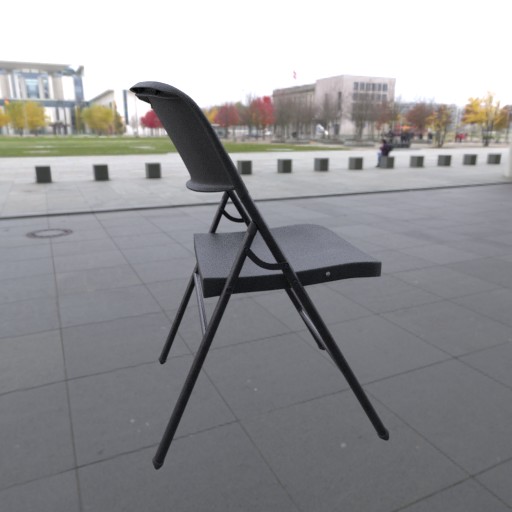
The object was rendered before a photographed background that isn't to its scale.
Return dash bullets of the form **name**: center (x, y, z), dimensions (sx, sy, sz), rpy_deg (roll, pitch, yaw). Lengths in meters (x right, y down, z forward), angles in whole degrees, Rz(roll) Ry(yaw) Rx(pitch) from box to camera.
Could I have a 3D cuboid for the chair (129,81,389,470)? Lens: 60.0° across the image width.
- **chair**: center (0.000, 0.000, 1.135), dimensions (0.567, 0.810, 0.494), rpy_deg (-3, 16, -10)
